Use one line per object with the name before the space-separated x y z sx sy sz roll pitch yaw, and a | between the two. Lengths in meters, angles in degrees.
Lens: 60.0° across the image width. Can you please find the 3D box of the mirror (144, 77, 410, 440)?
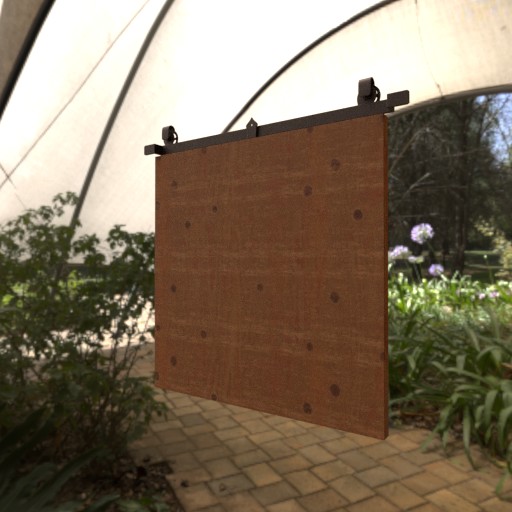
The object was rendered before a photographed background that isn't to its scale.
mirror | 0.000 0.000 1.165 0.805 0.800 0.054 0 -1 34
